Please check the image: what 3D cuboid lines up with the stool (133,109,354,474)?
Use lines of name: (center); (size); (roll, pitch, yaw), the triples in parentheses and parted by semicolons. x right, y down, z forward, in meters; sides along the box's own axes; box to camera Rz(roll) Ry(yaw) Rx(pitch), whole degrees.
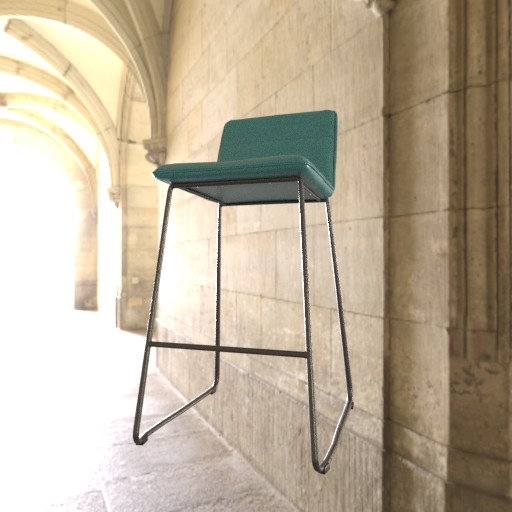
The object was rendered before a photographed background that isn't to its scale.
stool: (0.000, 0.000, 1.241); (0.489, 0.936, 0.524); (0, 0, 19)
